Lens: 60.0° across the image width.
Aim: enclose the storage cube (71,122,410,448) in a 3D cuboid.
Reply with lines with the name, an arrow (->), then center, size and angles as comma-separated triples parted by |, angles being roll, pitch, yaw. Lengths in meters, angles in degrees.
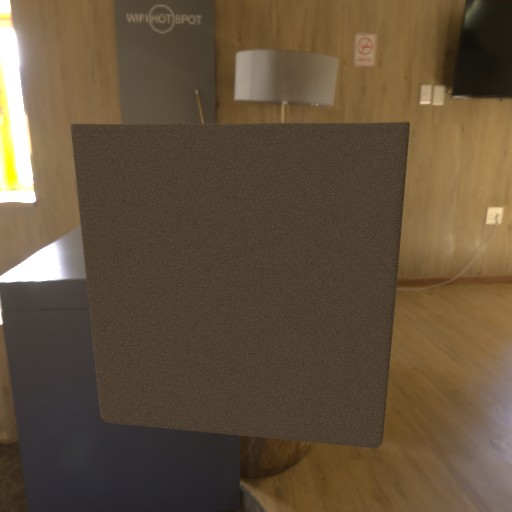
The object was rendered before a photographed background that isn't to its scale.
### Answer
storage cube -> 0.000, 0.000, 0.501 | 0.270, 0.280, 0.270 | 2, 15, 8
